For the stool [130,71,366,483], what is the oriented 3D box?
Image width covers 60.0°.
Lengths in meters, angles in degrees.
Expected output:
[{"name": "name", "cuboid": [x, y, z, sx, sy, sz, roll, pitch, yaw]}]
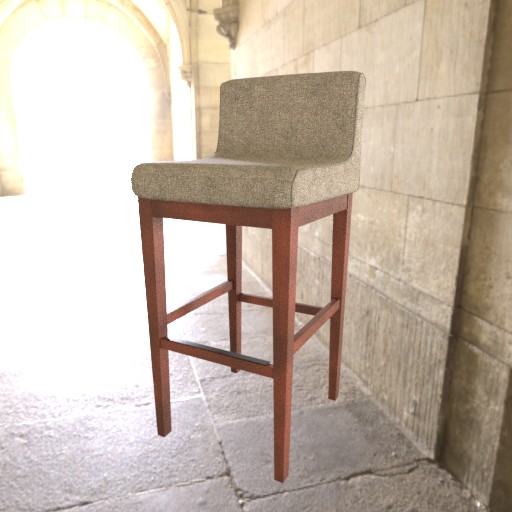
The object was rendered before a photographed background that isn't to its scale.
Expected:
[{"name": "stool", "cuboid": [0.000, 0.000, 1.201, 0.426, 0.965, 0.499, 8, 16, 27]}]
